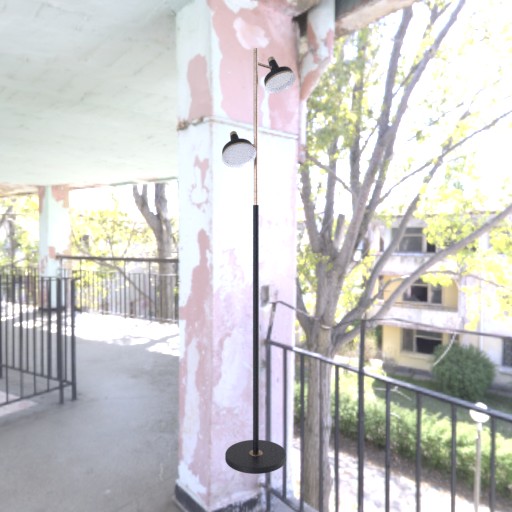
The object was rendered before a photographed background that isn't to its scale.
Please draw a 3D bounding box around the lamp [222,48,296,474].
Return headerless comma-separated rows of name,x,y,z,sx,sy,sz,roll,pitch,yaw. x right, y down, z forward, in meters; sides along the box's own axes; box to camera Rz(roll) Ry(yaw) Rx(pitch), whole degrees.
lamp,0.000,0.000,1.812,0.351,1.674,0.253,-1,2,-37
